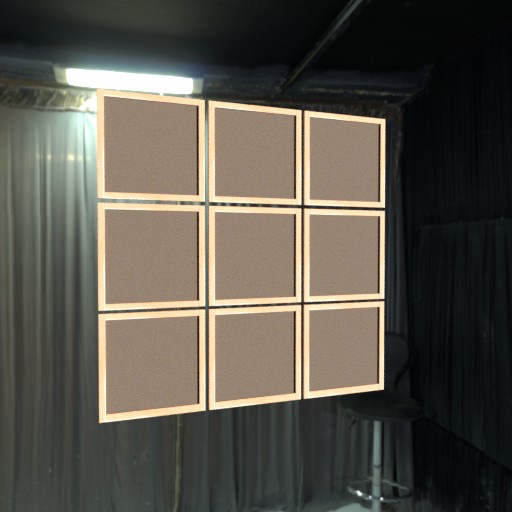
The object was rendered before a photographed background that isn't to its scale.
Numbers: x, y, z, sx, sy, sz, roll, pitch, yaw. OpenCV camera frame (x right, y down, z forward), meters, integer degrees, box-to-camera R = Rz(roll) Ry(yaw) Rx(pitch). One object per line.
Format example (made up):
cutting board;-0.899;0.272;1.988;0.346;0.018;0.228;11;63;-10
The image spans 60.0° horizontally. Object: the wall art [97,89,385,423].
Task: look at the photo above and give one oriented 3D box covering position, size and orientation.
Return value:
wall art;0.000;0.000;1.811;1.216;1.218;0.013;0;1;-18
